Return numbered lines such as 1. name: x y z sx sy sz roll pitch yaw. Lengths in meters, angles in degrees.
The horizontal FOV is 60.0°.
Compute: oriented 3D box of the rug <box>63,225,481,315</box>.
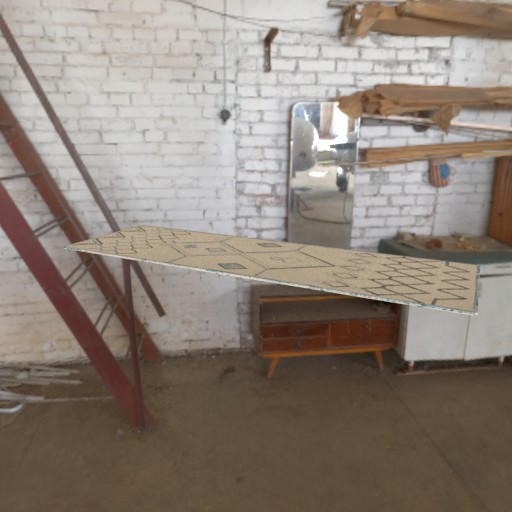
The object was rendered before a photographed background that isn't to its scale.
1. rug: 0.000 0.000 2.684 2.434 0.013 0.770 8 18 26
